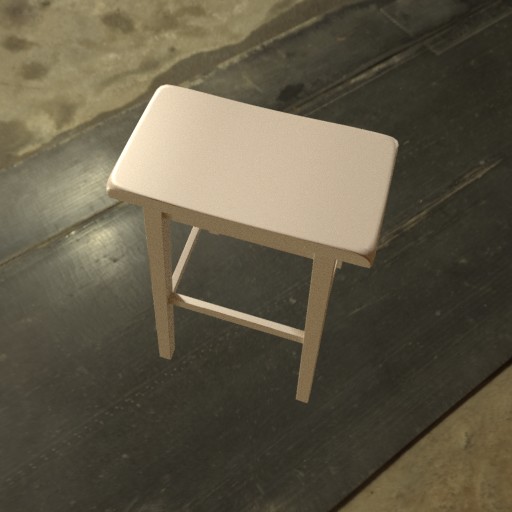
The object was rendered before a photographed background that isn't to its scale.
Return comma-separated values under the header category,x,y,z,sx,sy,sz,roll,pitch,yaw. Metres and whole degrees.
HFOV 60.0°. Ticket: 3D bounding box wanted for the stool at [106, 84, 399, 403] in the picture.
category,x,y,z,sx,sy,sz,roll,pitch,yaw
stool,0.000,0.000,1.069,0.457,0.737,0.476,16,66,7
